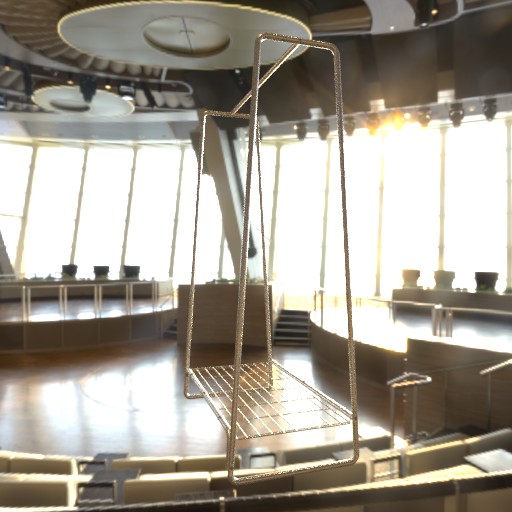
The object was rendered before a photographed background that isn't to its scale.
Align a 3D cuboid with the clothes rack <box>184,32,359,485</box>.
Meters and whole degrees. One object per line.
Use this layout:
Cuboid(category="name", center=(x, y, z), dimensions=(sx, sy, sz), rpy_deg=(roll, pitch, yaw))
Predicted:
Cuboid(category="clothes rack", center=(0.000, 0.000, 1.938), dimensions=(0.495, 1.500, 0.900), rpy_deg=(0, 1, -19))
